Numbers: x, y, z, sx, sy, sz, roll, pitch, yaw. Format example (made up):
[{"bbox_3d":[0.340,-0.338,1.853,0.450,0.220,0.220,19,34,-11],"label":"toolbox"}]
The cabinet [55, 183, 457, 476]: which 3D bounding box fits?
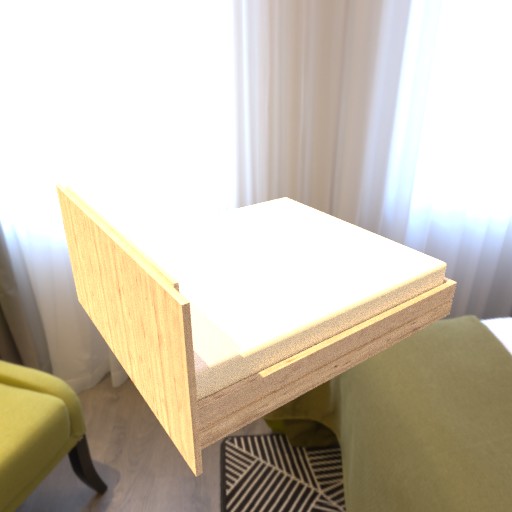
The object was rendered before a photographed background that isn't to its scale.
[{"bbox_3d":[0.000,0.000,3.144,2.080,0.970,1.950,-17,31,-31],"label":"cabinet"}]
